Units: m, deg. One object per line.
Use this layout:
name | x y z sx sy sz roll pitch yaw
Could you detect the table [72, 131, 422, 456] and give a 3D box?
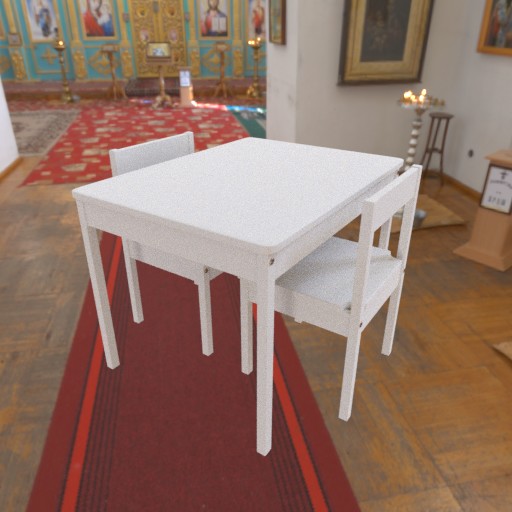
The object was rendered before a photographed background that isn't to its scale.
table | 0.000 0.000 1.123 0.672 0.503 0.650 17 31 30
